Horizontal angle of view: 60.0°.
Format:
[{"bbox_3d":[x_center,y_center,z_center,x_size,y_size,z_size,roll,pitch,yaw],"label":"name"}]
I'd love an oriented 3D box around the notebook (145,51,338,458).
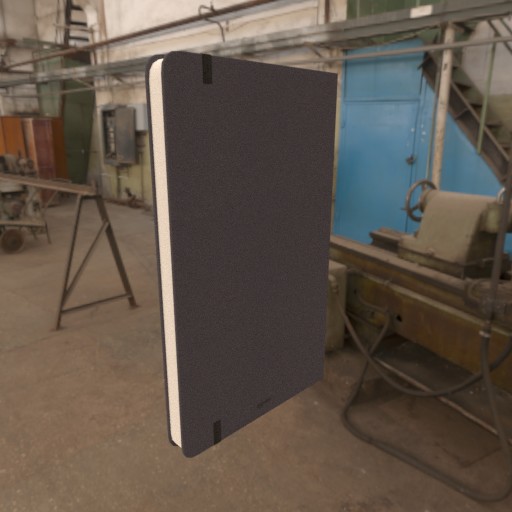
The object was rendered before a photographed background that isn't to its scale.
[{"bbox_3d":[0.000,0.000,0.265,0.127,0.213,0.016,-15,22,-42],"label":"notebook"}]
